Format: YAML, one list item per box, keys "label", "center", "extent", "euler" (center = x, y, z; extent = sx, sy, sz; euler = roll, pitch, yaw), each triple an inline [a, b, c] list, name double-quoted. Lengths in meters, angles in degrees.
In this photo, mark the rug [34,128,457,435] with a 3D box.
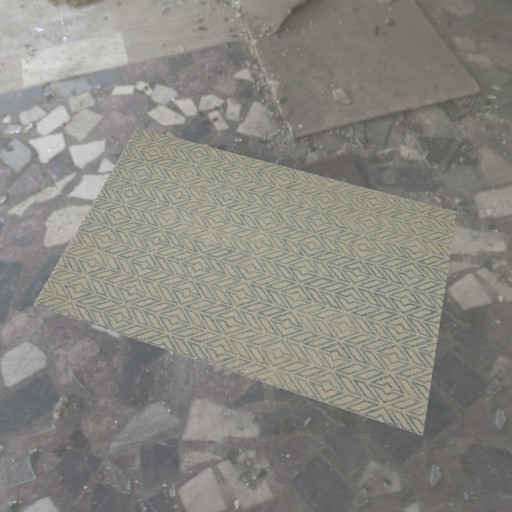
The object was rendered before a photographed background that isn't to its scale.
- label: "rug"
  center: [0.000, 0.000, 2.937]
  extent: [2.441, 0.008, 1.526]
  euler: [16, 65, 8]
